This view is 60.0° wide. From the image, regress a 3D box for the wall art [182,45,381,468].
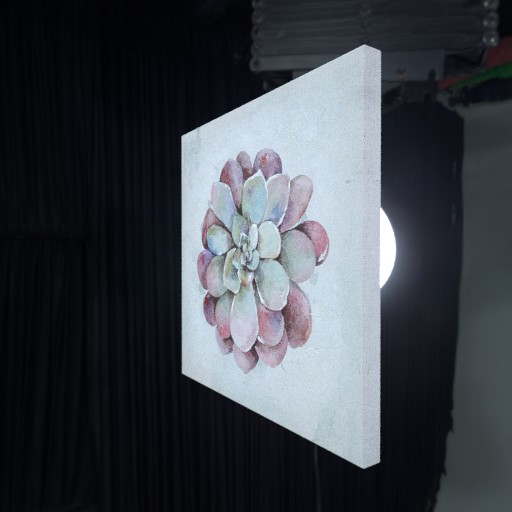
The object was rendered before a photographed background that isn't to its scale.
[{"bbox_3d":[0.000,0.000,0.892,0.044,0.605,0.605,0,1,-35],"label":"wall art"}]
